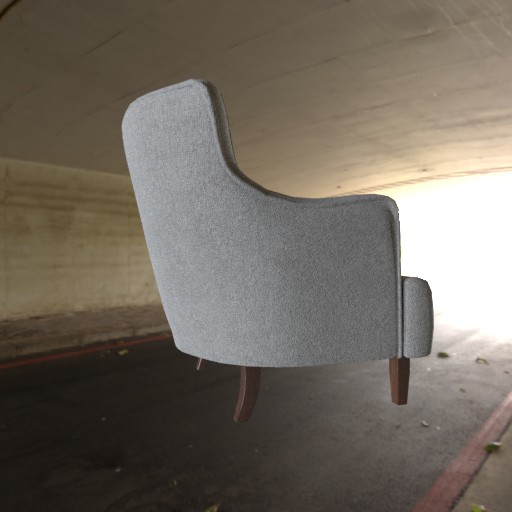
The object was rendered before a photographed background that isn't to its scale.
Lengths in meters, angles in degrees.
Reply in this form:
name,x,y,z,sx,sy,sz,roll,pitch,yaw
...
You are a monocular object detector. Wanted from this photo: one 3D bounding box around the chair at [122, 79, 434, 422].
name,x,y,z,sx,sy,sz,roll,pitch,yaw
chair,0.000,0.000,1.550,0.910,0.920,0.820,0,0,-18
